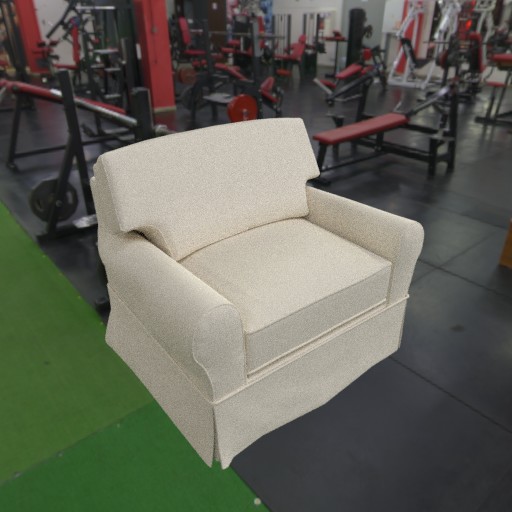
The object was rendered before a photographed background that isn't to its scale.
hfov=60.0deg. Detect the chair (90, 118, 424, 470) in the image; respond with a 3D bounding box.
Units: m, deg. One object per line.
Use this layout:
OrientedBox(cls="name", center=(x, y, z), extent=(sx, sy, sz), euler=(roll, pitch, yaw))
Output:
OrientedBox(cls="chair", center=(0.000, 0.000, 1.828), extent=(1.099, 0.958, 0.904), euler=(-20, 35, -32))
